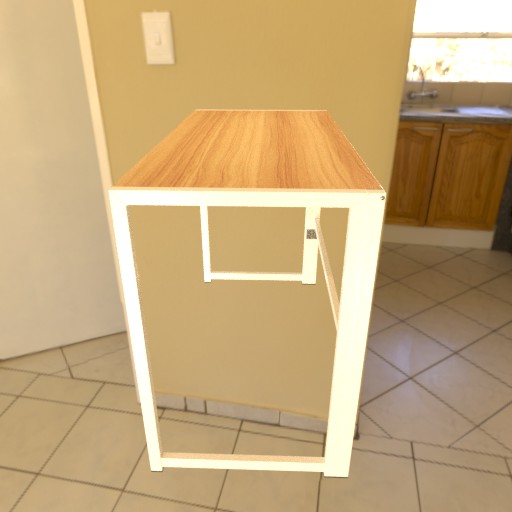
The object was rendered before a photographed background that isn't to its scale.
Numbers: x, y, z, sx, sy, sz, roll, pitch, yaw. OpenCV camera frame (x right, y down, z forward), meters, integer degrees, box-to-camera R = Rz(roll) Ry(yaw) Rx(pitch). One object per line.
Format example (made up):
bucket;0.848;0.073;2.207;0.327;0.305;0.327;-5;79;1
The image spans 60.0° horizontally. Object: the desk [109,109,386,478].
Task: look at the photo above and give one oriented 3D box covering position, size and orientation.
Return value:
desk;0.000;0.000;1.428;0.508;0.762;1.016;1;26;2
